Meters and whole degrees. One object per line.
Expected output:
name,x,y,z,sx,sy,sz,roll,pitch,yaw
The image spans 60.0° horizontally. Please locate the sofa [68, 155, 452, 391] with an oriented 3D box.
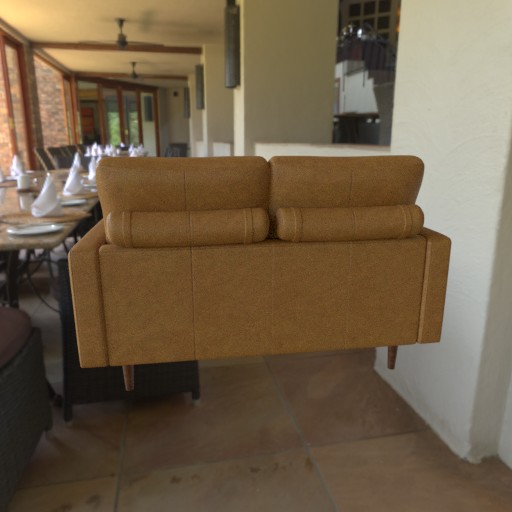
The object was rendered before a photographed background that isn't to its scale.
sofa,0.000,0.000,1.995,1.430,0.898,0.868,-2,15,-8
